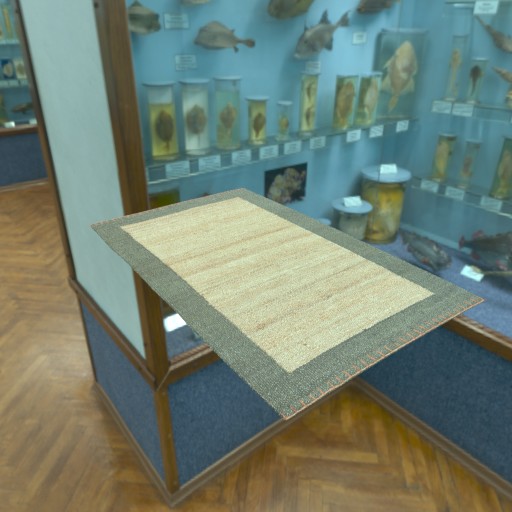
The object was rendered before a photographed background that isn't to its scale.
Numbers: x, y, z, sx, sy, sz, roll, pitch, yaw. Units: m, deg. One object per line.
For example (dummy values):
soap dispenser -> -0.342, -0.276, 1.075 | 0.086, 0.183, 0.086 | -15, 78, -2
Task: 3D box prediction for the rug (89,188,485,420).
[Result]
rug -> 0.000, 0.000, 3.028 | 1.521, 0.006, 2.435 | -19, 33, -31
